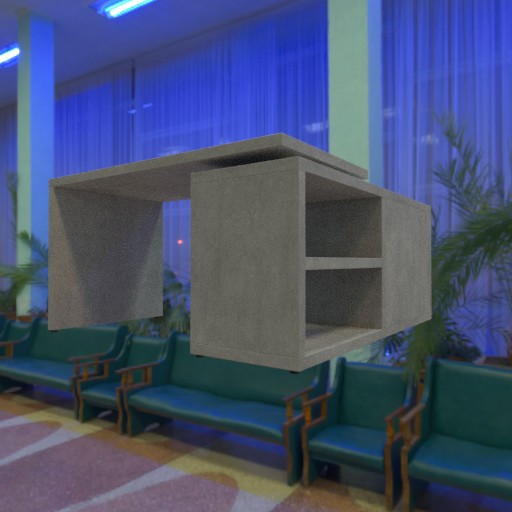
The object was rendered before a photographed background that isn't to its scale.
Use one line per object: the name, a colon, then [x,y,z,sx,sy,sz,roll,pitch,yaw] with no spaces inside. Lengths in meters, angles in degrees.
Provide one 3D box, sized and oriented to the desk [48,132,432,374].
desk: [0.000,0.000,2.347,1.400,0.740,1.500,0,-1,36]
